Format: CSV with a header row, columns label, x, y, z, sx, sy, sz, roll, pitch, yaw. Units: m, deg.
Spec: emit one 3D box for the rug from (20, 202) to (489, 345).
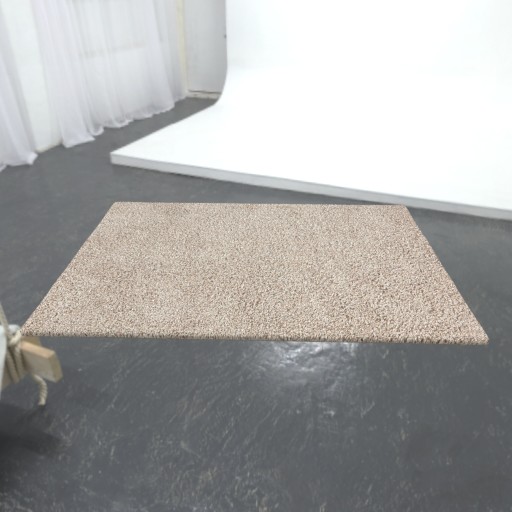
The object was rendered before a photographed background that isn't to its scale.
label,x,y,z,sx,sy,sz,roll,pitch,yaw
rug,0.000,0.000,2.191,1.778,0.030,1.219,1,31,1
